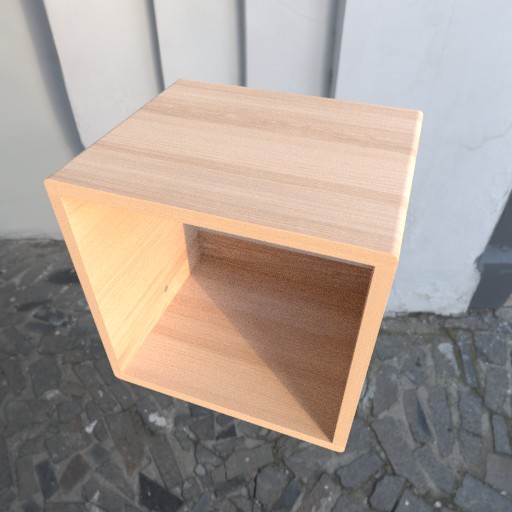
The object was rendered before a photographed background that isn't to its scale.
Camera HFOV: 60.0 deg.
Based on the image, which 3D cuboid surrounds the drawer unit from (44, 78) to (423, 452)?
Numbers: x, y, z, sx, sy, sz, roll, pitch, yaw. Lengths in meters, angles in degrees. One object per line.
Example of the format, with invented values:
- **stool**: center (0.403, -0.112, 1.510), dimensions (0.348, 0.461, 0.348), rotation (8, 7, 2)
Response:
- **drawer unit**: center (0.000, 0.000, 0.609), dimensions (0.344, 0.344, 0.290), rotation (13, 43, 15)
